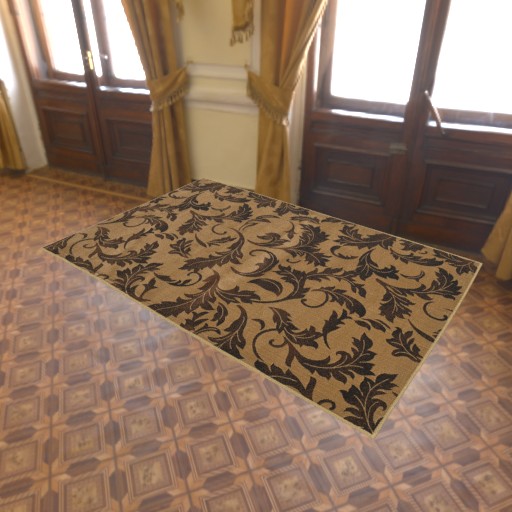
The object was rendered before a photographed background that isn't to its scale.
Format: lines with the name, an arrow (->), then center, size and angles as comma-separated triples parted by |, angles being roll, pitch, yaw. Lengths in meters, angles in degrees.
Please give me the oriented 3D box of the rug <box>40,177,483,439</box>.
rug -> 0.000, 0.000, 2.728 | 2.284, 0.008, 1.522 | 22, 38, 31
